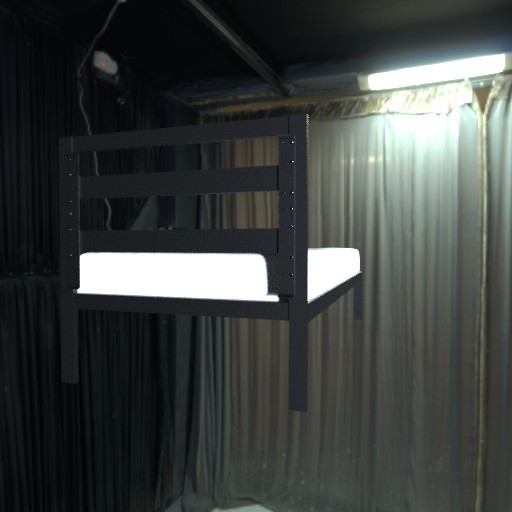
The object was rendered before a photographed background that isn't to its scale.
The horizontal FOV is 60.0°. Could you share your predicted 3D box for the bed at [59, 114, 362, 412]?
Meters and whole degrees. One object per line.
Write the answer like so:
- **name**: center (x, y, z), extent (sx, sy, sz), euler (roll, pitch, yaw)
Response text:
- **bed**: center (0.000, 0.000, 2.496), extent (0.991, 0.967, 1.930), euler (0, 2, 19)
